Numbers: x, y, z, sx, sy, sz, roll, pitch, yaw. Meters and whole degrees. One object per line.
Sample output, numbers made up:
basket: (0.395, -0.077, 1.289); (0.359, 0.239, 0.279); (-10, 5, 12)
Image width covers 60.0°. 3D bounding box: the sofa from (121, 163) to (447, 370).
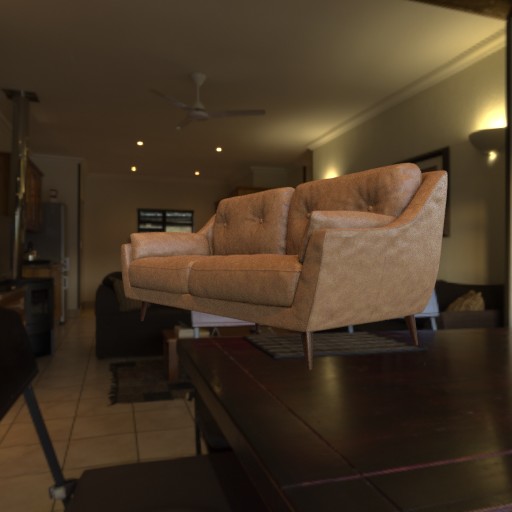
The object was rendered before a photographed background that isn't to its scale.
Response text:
sofa: (0.000, 0.000, 2.443); (0.904, 0.839, 1.902); (0, 0, -36)
